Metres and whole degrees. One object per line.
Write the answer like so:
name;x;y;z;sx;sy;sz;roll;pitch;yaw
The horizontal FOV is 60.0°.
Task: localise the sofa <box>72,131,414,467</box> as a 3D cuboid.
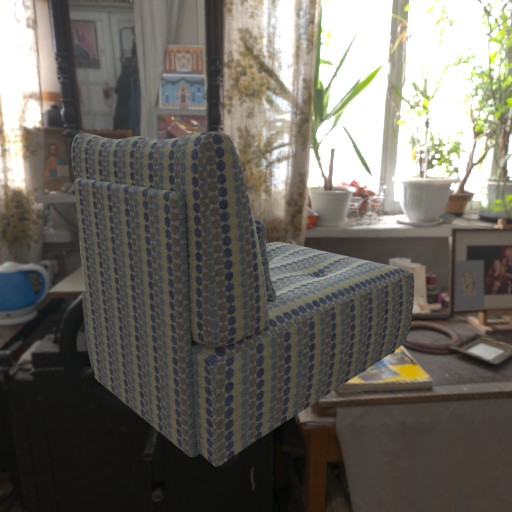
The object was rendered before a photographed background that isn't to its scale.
sofa;0.000;0.000;1.538;1.000;0.820;0.700;-14;20;-43
